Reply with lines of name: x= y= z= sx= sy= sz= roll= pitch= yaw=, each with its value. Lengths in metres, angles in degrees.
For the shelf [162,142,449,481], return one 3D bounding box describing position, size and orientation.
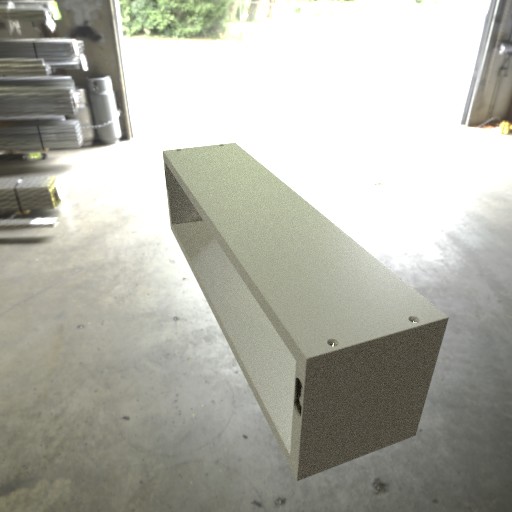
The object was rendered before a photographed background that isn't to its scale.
shelf: x=0.000 y=0.000 z=0.680 sx=0.150 sy=0.170 sz=0.610 roll=-11 pitch=33 yaw=-18
